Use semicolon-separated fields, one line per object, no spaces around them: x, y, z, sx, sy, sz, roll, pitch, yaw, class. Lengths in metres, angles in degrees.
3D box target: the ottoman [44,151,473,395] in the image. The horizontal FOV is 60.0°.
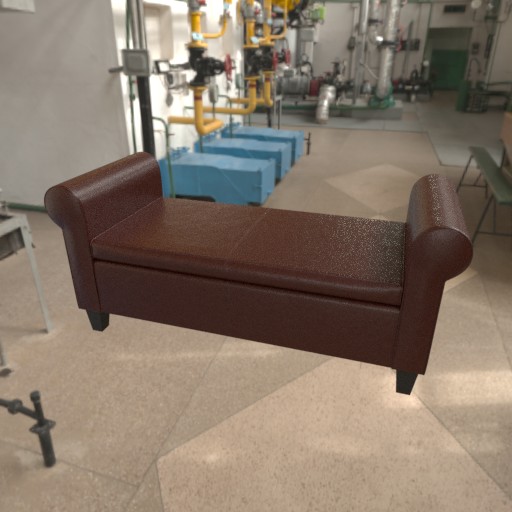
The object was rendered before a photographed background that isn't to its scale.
0.000;0.000;1.542;1.256;0.547;0.521;8;27;16;ottoman
